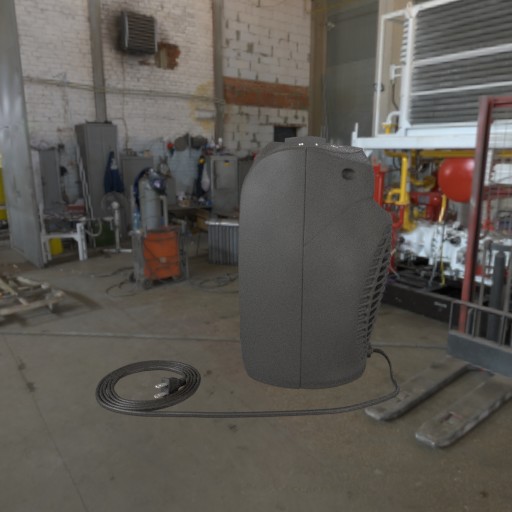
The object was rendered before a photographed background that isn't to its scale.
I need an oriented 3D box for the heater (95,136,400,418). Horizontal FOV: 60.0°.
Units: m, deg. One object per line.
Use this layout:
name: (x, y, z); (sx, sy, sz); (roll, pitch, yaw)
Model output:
heater: (0.000, 0.000, 0.461); (0.291, 0.240, 0.239); (2, 13, 8)
